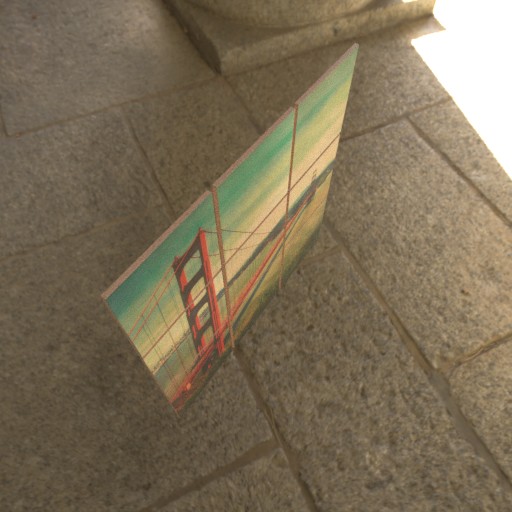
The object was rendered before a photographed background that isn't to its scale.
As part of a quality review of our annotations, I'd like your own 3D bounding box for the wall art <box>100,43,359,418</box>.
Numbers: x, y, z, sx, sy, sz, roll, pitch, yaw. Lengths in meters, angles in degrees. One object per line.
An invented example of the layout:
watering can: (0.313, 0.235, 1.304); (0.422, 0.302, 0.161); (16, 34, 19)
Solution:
wall art: (0.000, 0.000, 1.793); (0.016, 1.207, 1.217); (31, 63, 18)
